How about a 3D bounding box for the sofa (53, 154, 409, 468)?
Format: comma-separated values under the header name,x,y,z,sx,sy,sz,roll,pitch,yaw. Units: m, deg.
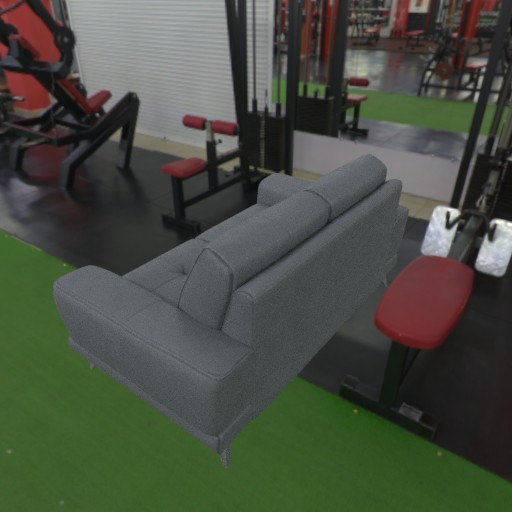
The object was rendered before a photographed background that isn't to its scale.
name,x,y,z,sx,sy,sz,roll,pitch,yaw
sofa,0.000,0.000,2.376,1.018,0.907,1.806,21,37,31
